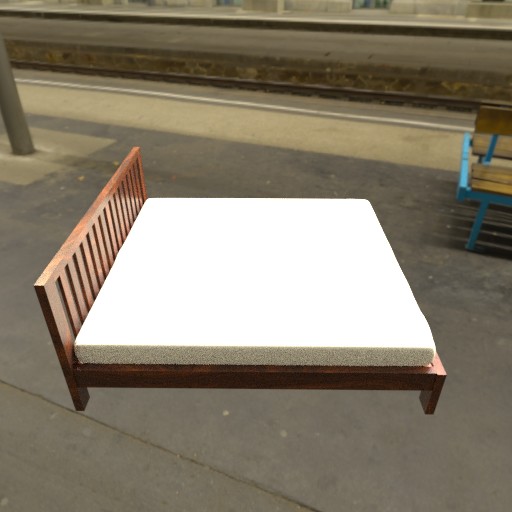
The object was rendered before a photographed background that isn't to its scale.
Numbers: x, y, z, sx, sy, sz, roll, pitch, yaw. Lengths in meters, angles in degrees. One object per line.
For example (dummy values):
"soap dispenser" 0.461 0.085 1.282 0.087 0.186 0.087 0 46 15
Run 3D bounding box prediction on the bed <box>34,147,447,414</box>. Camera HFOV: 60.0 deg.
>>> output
"bed" 0.000 0.000 3.075 2.030 0.890 1.905 0 33 1
